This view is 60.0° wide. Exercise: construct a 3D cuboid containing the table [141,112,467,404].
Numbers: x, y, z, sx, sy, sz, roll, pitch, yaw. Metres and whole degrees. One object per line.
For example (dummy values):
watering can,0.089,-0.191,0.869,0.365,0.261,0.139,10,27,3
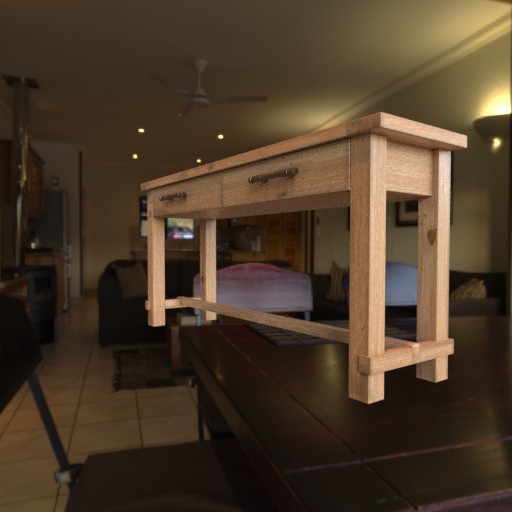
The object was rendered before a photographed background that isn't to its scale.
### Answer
table,0.000,0.000,1.882,0.442,0.762,1.599,-1,1,-36
